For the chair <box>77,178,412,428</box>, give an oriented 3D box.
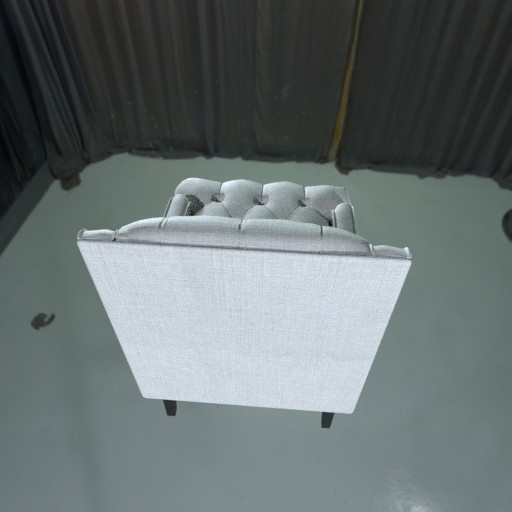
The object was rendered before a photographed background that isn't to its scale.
[{"bbox_3d":[0.000,0.000,1.393,0.658,0.891,0.772,3,48,3],"label":"chair"}]
